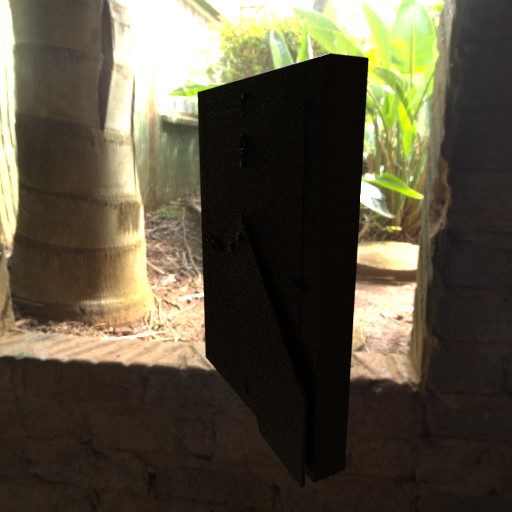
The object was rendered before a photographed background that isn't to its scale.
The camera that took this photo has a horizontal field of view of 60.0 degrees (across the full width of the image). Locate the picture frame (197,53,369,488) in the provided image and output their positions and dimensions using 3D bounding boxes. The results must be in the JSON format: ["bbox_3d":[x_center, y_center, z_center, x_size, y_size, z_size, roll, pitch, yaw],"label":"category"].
[{"bbox_3d":[0.000,0.000,0.277,0.028,0.208,0.157,-7,16,-26],"label":"picture frame"}]
